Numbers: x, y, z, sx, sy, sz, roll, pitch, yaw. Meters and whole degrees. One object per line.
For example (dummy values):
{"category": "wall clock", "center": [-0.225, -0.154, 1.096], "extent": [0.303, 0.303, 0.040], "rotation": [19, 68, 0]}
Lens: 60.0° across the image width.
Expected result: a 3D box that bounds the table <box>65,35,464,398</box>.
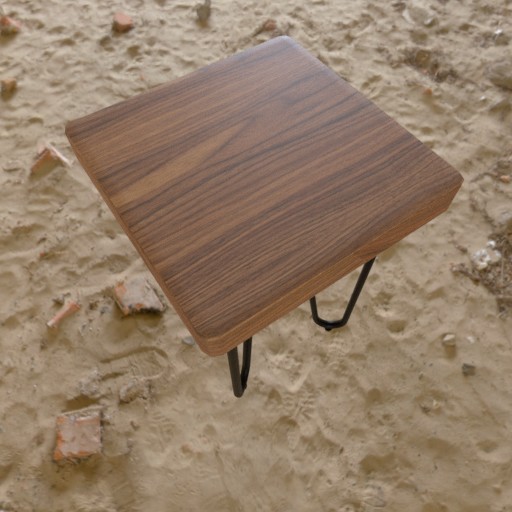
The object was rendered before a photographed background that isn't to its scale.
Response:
{"category": "table", "center": [0.000, 0.000, 0.992], "extent": [0.480, 0.641, 0.479], "rotation": [-30, 63, -18]}
